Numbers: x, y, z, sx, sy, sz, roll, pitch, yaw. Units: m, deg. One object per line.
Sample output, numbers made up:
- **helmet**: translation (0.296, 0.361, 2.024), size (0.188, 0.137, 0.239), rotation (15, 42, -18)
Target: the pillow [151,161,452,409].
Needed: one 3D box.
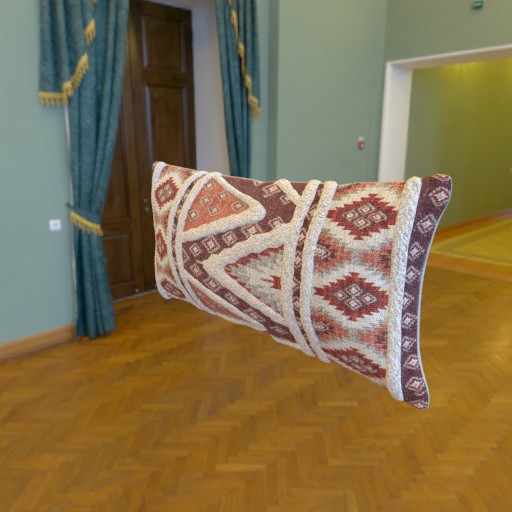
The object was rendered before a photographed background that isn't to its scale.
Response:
- **pillow**: translation (0.000, 0.000, 0.729), size (0.161, 0.295, 0.608), rotation (-14, 20, -43)
